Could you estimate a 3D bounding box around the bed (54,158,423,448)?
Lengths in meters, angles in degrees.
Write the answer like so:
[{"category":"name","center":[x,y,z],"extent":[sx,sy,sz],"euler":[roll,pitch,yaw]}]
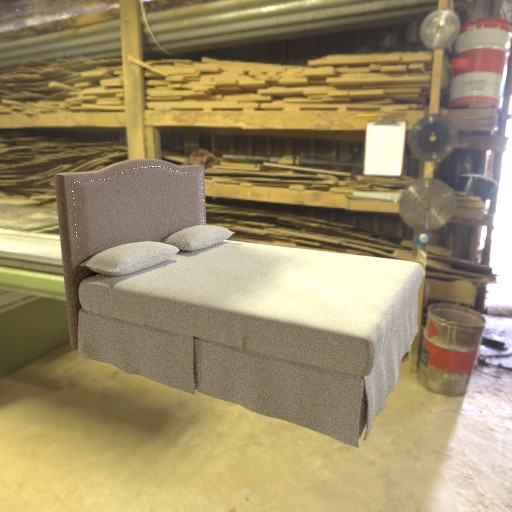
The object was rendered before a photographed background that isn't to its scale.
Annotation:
[{"category":"bed","center":[0.000,0.000,3.415],"extent":[2.282,1.436,1.821],"euler":[7,16,27]}]
